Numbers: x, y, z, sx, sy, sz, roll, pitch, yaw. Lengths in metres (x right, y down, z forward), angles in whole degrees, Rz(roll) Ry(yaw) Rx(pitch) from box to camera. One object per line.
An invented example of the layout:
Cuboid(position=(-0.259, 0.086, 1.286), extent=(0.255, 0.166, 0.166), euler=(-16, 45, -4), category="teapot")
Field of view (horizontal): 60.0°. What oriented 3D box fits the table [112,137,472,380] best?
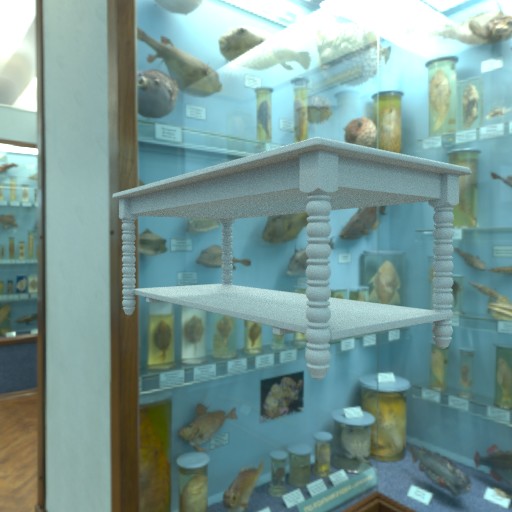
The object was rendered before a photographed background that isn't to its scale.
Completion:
Cuboid(position=(0.000, 0.000, 1.487), extent=(0.580, 0.487, 1.171), euler=(-1, 2, -37), category="table")
